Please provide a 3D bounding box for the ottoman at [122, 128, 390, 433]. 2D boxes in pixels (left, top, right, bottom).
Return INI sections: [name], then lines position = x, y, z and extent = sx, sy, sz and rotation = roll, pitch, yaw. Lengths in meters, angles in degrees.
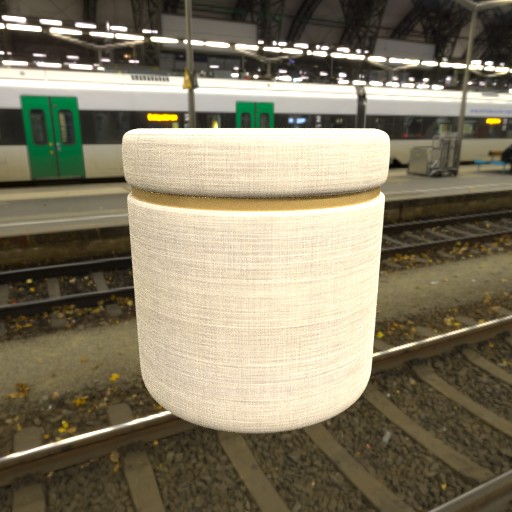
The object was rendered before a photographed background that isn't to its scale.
[ottoman]
position = 0.000, 0.000, 0.736
extent = 0.400, 0.406, 0.400
rotation = 0, 16, 0
